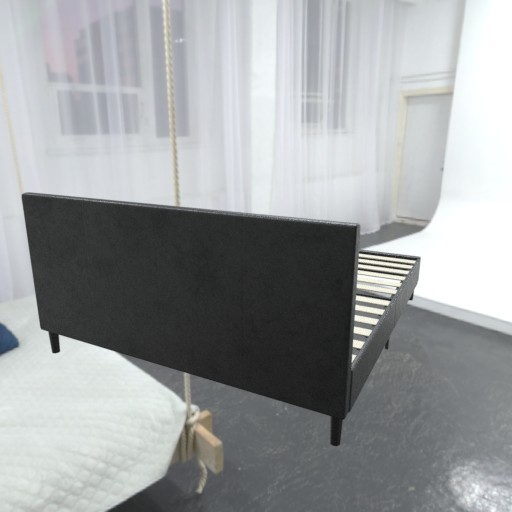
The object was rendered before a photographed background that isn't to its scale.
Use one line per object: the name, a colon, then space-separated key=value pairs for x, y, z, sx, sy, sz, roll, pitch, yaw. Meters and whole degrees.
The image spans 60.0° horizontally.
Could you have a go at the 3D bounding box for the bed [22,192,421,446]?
bed: x=0.000 y=0.000 z=3.228 sx=2.018 sy=1.046 sz=2.152 roll=8 pitch=18 yaw=27
